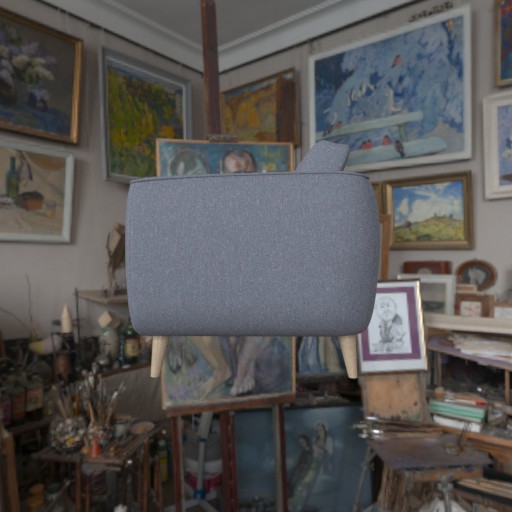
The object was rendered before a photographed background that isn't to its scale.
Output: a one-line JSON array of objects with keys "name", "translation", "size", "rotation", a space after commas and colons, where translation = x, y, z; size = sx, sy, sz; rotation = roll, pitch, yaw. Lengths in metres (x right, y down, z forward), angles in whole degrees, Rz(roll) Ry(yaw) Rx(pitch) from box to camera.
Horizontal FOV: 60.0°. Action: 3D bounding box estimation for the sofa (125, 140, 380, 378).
[{"name": "sofa", "translation": [0.000, 0.000, 2.479], "size": [0.920, 0.870, 2.000], "rotation": [0, 0, 1]}]
